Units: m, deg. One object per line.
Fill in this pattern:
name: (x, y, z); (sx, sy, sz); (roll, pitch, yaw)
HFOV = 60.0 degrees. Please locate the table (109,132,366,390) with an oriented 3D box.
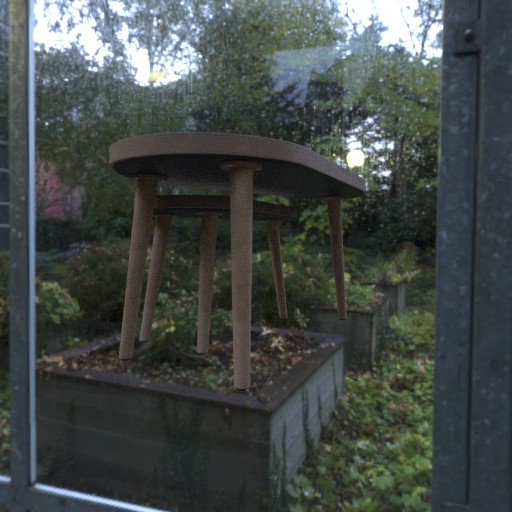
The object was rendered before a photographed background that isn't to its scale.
table: (0.000, 0.000, 1.576); (0.701, 0.595, 1.190); (1, 2, 37)
